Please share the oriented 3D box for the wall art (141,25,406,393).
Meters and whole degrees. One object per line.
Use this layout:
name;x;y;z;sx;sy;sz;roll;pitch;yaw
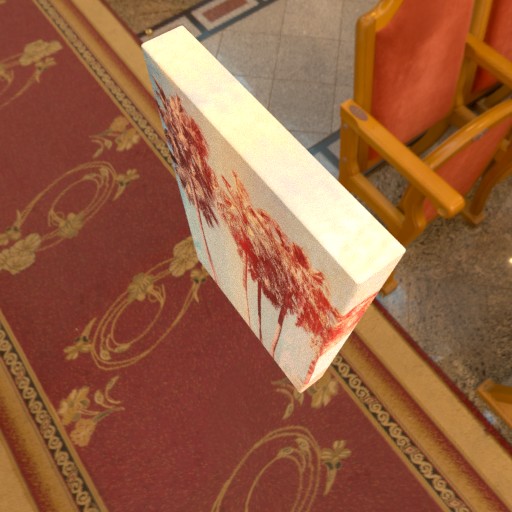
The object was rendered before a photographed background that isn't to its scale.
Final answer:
wall art;0.000;0.000;0.474;0.039;0.380;0.251;-33;68;-15
